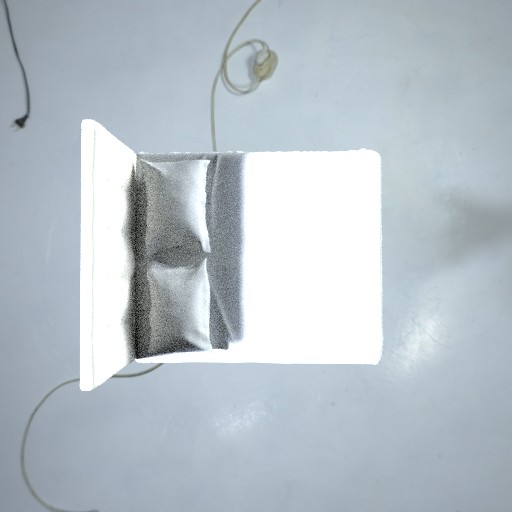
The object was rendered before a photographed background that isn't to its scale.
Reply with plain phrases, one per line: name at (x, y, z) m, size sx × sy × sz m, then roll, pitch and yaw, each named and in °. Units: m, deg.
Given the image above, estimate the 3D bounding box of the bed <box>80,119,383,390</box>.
bed at (0.000, 0.000, 3.392) m, size 2.222 × 1.577 × 1.936 m, roll 0°, pitch 89°, yaw 2°
